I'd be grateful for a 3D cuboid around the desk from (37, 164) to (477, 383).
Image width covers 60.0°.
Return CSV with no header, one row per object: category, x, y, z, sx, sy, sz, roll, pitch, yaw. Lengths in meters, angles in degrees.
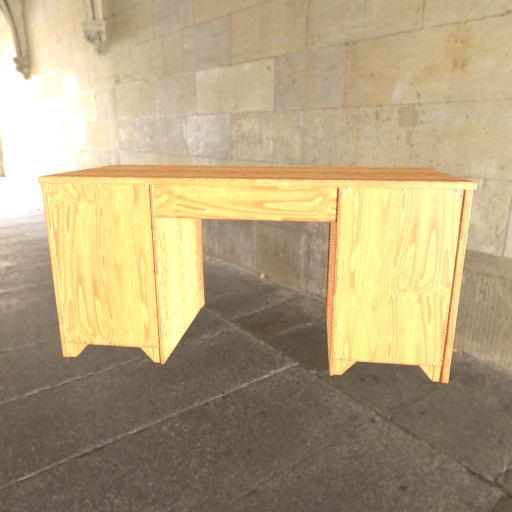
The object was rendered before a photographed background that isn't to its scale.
desk,0.000,0.000,1.992,1.567,0.751,0.685,2,16,7
